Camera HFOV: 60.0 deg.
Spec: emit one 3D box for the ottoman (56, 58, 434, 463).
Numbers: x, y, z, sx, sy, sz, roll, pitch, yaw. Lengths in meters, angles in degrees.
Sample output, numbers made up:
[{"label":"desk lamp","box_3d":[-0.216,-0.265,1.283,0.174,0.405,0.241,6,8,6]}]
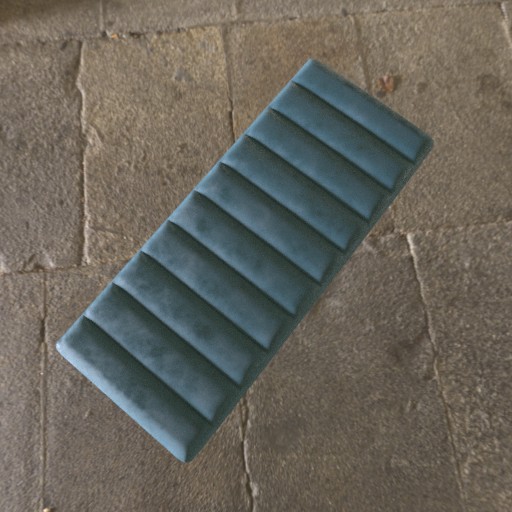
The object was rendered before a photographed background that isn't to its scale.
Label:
[{"label":"ottoman","box_3d":[0.000,0.000,1.440,0.482,0.469,1.151,38,79,9]}]
